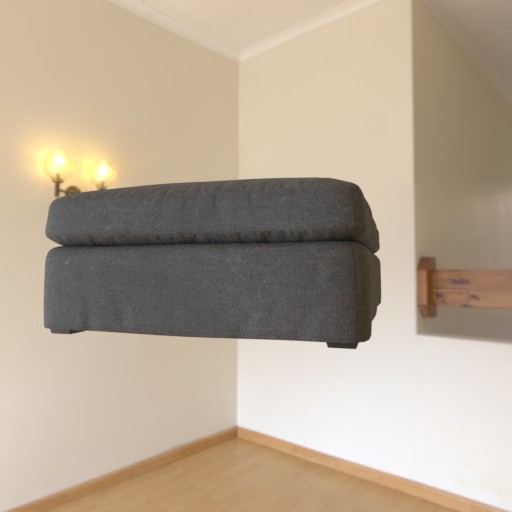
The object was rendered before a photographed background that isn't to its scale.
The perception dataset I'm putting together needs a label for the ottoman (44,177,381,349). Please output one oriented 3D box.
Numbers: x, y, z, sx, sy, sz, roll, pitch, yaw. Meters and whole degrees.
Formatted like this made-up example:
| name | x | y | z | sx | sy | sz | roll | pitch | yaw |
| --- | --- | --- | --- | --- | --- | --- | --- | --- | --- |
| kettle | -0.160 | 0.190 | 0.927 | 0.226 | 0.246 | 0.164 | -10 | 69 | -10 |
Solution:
| name | x | y | z | sx | sy | sz | roll | pitch | yaw |
| --- | --- | --- | --- | --- | --- | --- | --- | --- | --- |
| ottoman | 0.000 | 0.000 | 1.587 | 0.840 | 0.429 | 1.199 | 0 | -2 | 17 |
